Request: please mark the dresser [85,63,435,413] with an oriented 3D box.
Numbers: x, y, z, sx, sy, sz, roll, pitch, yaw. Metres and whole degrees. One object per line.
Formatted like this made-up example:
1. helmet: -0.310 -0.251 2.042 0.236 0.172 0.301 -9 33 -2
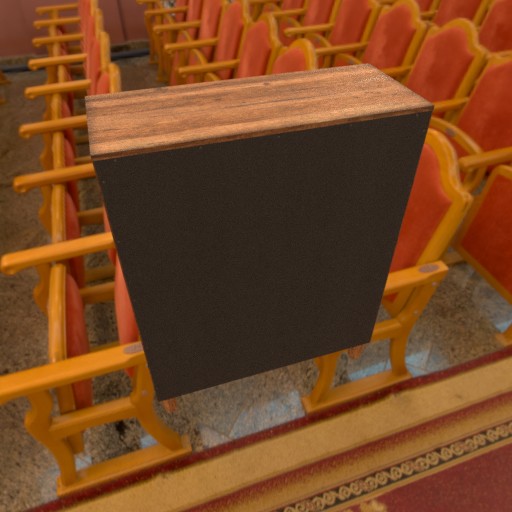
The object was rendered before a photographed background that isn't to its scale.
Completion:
1. dresser: 0.000 0.000 1.903 1.067 1.359 0.438 -12 43 -14
